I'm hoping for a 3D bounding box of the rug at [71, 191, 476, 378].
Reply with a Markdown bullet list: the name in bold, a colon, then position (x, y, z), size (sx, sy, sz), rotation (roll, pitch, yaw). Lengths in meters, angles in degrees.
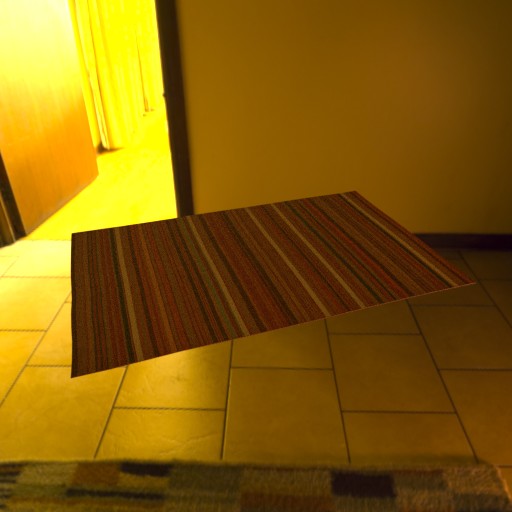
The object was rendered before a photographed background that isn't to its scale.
- **rug**: position (0.000, 0.000, 3.086), size (2.438, 0.008, 1.523), rotation (-10, 34, -16)
